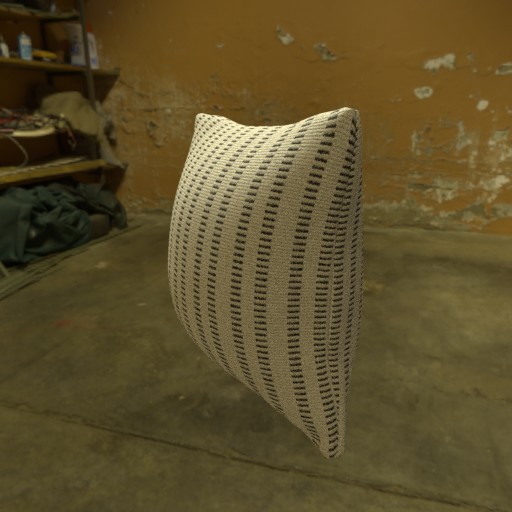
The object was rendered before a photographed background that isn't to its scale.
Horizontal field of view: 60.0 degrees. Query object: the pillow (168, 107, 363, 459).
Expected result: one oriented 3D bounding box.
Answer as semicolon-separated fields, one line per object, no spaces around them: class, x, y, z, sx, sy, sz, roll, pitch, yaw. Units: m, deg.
pillow;0.000;0.000;0.672;0.247;0.419;0.438;-9;19;-26
